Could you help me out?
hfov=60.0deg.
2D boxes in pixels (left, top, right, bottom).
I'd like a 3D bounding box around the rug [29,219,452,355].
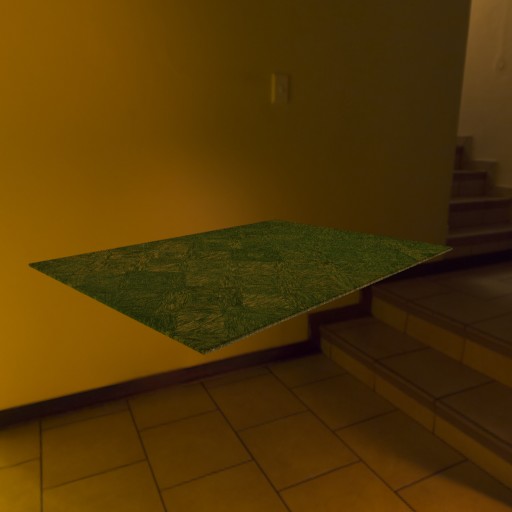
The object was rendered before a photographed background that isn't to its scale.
[{"bbox_3d":[0.000,0.000,4.163,2.405,0.027,3.217,14,20,43],"label":"rug"}]
